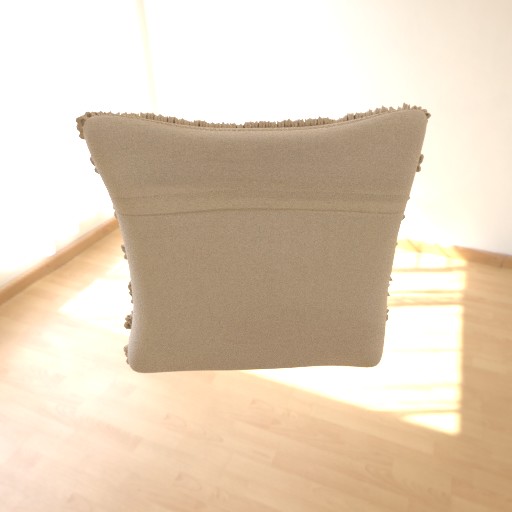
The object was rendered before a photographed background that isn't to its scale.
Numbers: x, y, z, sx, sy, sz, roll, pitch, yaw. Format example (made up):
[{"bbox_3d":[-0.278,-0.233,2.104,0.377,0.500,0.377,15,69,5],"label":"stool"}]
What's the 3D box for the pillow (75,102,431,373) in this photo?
[{"bbox_3d":[0.000,0.000,0.649,0.437,0.427,0.145,-1,31,-2],"label":"pillow"}]
